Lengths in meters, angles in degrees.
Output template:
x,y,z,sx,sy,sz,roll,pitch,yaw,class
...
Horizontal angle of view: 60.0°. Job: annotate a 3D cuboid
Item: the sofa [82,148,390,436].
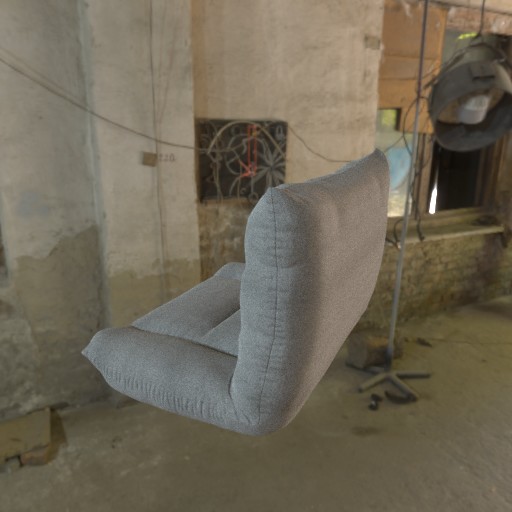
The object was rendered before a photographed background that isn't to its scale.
x,y,z,sx,sy,sz,roll,pitch,yaw,class
0.000,0.000,1.753,0.847,0.795,1.144,8,18,25,sofa
